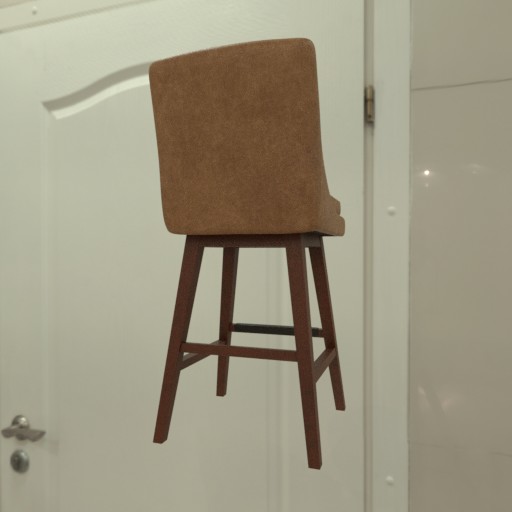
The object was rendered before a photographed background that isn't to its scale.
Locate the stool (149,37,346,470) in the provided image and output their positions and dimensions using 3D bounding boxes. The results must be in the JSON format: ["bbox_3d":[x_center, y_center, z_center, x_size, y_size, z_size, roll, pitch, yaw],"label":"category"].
[{"bbox_3d":[0.000,0.000,1.390,0.487,1.079,0.572,0,1,19],"label":"stool"}]
